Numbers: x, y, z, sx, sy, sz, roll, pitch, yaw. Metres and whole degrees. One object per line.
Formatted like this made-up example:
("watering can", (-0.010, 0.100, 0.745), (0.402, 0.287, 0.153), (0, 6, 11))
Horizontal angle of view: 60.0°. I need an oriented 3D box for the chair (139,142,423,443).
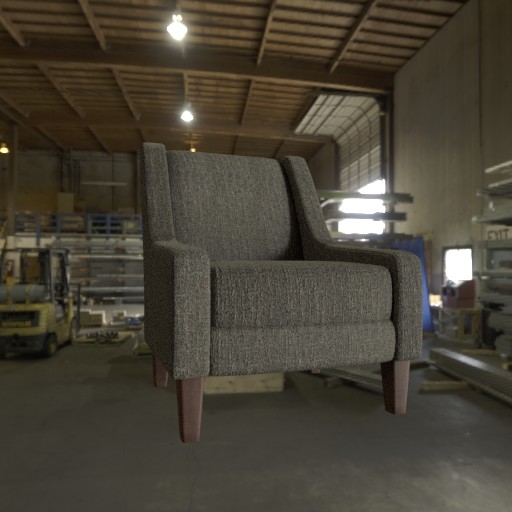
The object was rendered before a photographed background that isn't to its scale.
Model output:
("chair", (0.000, 0.000, 1.683), (0.793, 1.012, 0.944), (1, -2, -20))
